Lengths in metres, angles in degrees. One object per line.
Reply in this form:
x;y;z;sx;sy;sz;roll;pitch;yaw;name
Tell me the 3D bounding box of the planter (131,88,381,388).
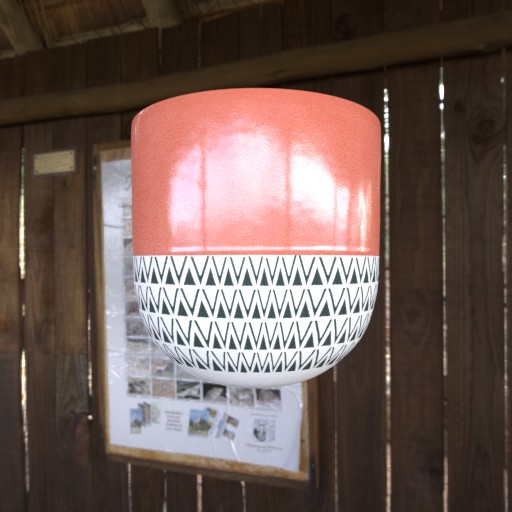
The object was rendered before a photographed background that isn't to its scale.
0.000;0.000;0.489;0.266;0.270;0.266;0;-1;0;planter
